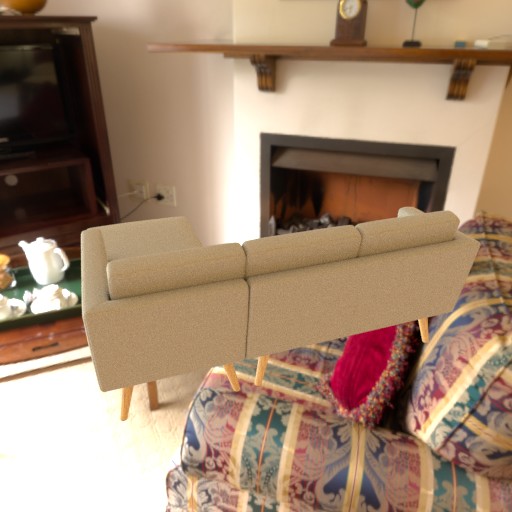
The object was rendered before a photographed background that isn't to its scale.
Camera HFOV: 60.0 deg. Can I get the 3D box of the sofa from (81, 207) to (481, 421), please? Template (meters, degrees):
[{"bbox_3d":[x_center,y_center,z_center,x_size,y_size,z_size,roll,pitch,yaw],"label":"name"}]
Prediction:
[{"bbox_3d":[0.000,0.000,2.826,2.040,0.860,1.530,-9,29,-17],"label":"sofa"}]
